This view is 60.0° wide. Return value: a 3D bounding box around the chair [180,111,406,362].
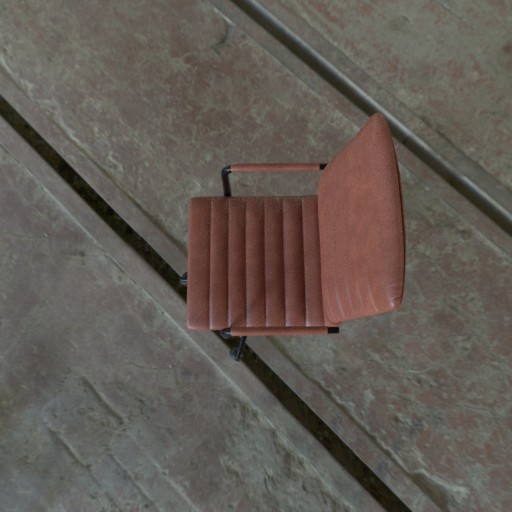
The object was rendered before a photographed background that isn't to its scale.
[{"bbox_3d":[0.000,0.000,1.287,0.578,0.878,0.600,-1,77,0],"label":"chair"}]
